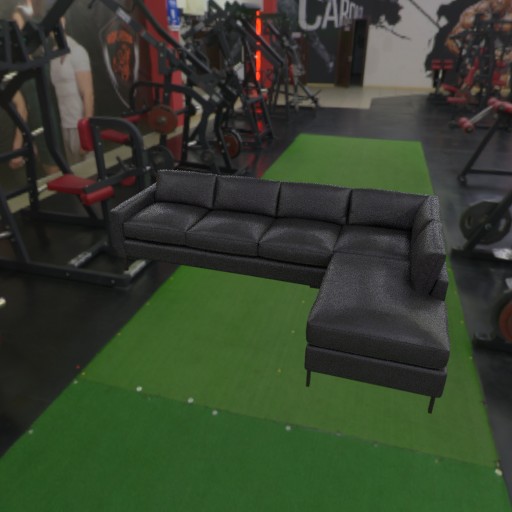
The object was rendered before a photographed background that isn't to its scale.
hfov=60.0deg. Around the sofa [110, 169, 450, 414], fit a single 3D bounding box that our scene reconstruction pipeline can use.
[{"bbox_3d":[0.000,0.000,3.778,2.984,0.877,1.938,8,28,16],"label":"sofa"}]
